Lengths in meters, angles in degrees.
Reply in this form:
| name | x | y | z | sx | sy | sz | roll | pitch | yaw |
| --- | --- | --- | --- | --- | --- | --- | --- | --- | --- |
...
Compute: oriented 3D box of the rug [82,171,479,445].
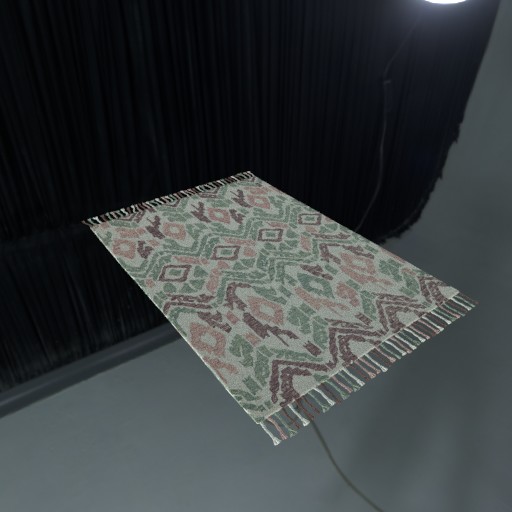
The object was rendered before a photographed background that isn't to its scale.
| name | x | y | z | sx | sy | sz | roll | pitch | yaw |
| --- | --- | --- | --- | --- | --- | --- | --- | --- | --- |
| rug | 0.000 | 0.000 | 2.318 | 1.219 | 0.010 | 1.829 | -23 | 40 | -30 |
